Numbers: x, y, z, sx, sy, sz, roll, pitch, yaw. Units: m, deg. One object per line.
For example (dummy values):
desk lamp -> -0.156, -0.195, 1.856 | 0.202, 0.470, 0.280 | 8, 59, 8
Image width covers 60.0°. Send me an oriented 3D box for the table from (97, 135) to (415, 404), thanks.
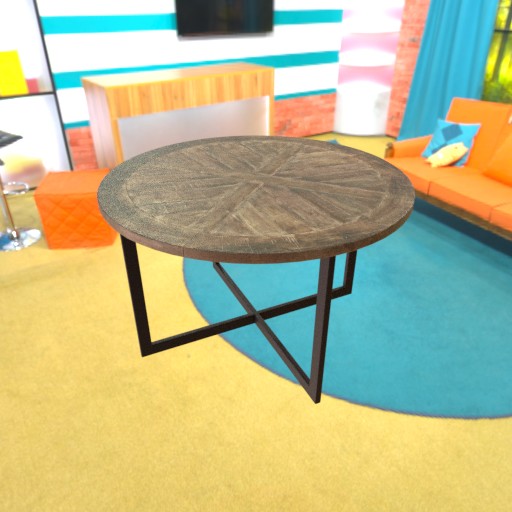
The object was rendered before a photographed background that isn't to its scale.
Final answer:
table -> 0.000, 0.000, 2.034 | 1.264, 0.762, 1.264 | 0, 31, 0
